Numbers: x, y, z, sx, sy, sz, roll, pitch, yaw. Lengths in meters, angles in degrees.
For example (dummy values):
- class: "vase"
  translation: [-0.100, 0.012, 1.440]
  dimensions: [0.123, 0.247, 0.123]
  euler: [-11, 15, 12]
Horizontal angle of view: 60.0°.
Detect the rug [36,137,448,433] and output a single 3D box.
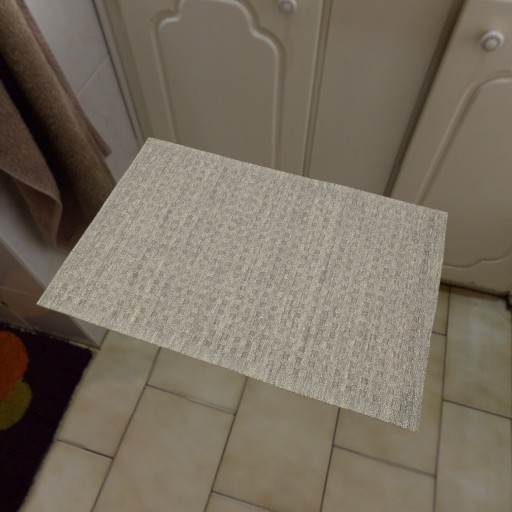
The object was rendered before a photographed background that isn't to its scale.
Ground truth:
- class: "rug"
  translation: [0.000, 0.000, 2.875]
  dimensions: [2.297, 0.018, 1.532]
  euler: [16, 59, 10]
